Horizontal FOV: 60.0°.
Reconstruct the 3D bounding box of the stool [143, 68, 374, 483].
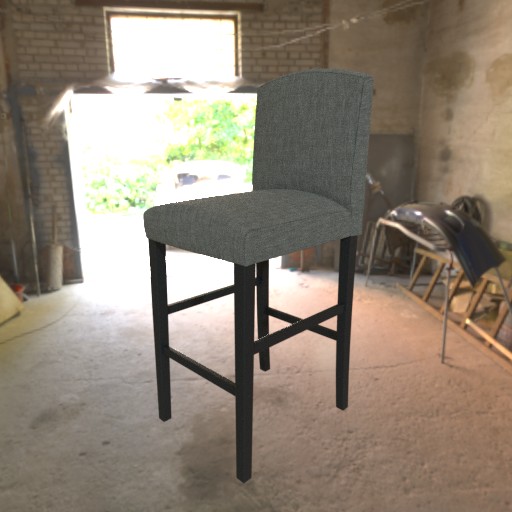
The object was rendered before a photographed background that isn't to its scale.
[{"bbox_3d":[0.000,0.000,1.393,0.451,1.138,0.552,14,21,43],"label":"stool"}]
